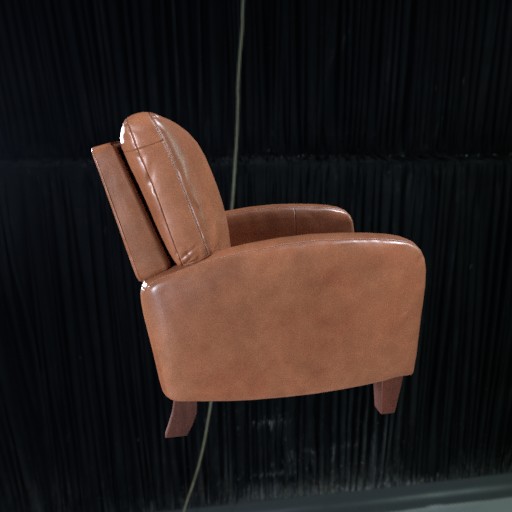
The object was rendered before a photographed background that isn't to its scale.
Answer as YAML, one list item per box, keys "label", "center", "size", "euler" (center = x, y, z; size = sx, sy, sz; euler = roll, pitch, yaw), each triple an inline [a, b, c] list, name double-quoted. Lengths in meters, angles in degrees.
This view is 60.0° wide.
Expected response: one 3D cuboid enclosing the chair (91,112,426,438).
- label: "chair"
  center: [0.000, 0.000, 1.640]
  size: [0.990, 0.990, 0.762]
  euler: [-3, 16, -9]
